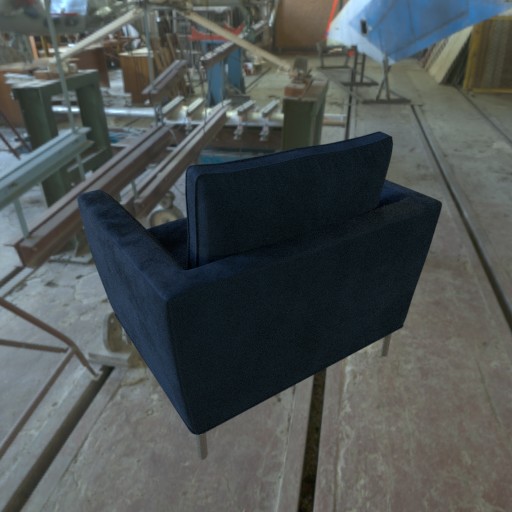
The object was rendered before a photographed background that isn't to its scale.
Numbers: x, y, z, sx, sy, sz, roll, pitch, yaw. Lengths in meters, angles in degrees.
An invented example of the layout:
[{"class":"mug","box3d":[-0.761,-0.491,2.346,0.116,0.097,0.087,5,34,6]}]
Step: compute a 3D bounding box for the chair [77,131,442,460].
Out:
[{"class":"chair","box3d":[0.000,0.000,1.570,0.977,0.893,0.746,-19,35,-29]}]
